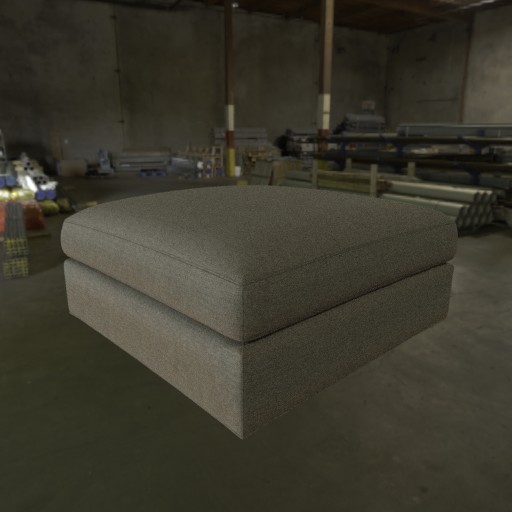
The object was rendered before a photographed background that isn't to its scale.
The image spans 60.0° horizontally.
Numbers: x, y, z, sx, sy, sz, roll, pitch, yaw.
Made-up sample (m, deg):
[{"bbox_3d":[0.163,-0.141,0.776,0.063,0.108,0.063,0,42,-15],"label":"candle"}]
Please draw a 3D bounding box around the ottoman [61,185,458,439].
[{"bbox_3d":[0.000,0.000,1.619,1.041,0.470,1.041,-14,20,-41],"label":"ottoman"}]
